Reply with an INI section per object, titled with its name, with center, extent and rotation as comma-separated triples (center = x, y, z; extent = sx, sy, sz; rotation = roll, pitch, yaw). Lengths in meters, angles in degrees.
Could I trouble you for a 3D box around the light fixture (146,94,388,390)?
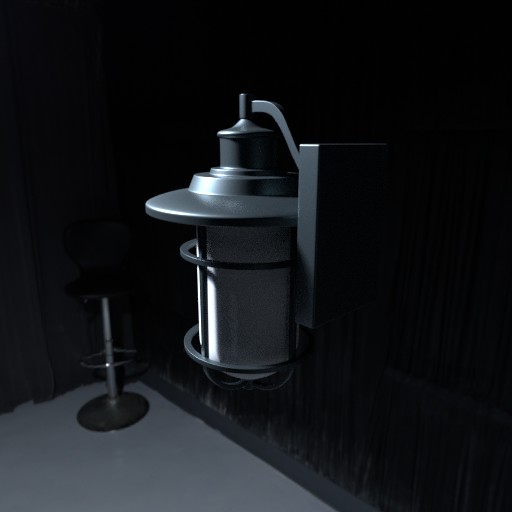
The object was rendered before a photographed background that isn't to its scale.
[light fixture]
center = 0.000, 0.000, 0.500
extent = 0.222, 0.345, 0.252
rotation = -13, 20, -42
